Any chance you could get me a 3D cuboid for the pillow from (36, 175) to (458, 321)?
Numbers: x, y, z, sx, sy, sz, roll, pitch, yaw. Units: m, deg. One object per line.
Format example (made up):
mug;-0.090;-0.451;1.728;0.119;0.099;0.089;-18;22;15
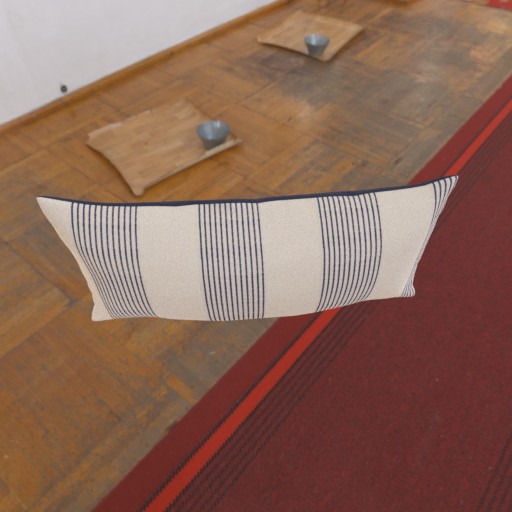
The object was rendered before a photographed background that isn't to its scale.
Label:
pillow;0.000;0.000;0.733;0.610;0.287;0.151;-4;47;-4
